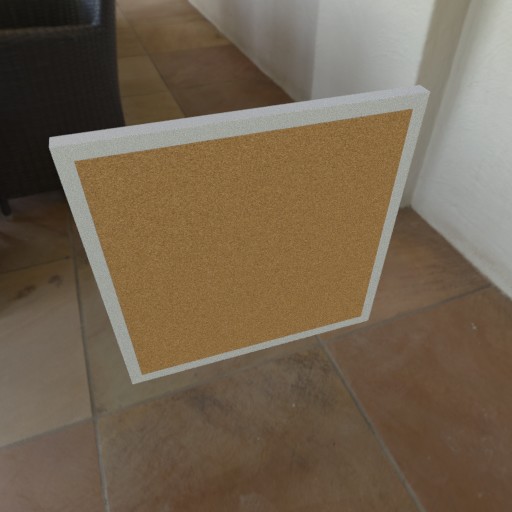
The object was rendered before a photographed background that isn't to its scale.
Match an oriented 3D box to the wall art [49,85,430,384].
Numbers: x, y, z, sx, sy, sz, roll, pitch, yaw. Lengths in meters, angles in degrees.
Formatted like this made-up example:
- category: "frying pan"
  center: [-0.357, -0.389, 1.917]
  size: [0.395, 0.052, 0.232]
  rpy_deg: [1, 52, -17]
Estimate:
- category: "wall art"
  center: [0.000, 0.000, 1.123]
  size: [0.762, 0.762, 0.038]
  rpy_deg: [-12, 44, -13]
